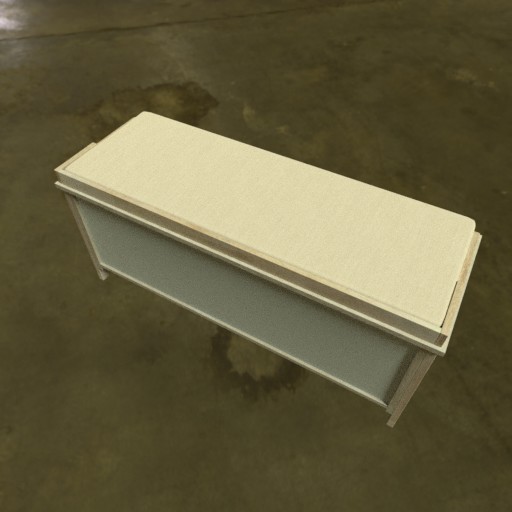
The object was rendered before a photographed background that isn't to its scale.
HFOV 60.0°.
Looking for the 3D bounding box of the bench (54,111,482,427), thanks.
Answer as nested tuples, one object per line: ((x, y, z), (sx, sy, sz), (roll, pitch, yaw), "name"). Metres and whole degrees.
((0.000, 0.000, 1.387), (1.140, 0.501, 0.398), (23, 52, 19), "bench")
